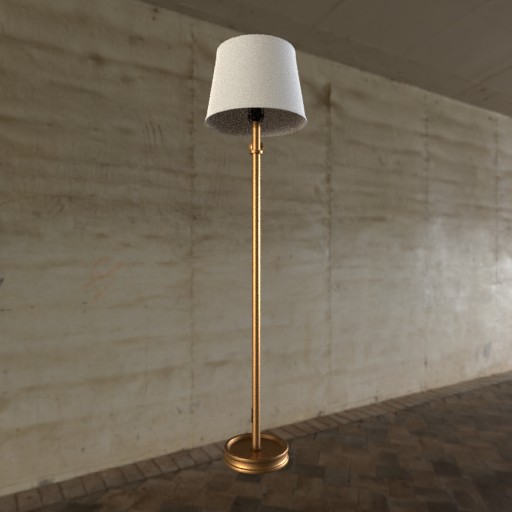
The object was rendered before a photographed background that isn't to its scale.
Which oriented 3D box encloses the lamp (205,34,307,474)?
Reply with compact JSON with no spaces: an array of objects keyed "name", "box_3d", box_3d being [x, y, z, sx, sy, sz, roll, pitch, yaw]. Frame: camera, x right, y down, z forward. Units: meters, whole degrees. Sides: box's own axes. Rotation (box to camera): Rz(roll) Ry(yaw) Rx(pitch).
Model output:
[{"name":"lamp","box_3d":[0.000,0.000,0.778,0.178,0.710,0.178,0,0,0]}]
